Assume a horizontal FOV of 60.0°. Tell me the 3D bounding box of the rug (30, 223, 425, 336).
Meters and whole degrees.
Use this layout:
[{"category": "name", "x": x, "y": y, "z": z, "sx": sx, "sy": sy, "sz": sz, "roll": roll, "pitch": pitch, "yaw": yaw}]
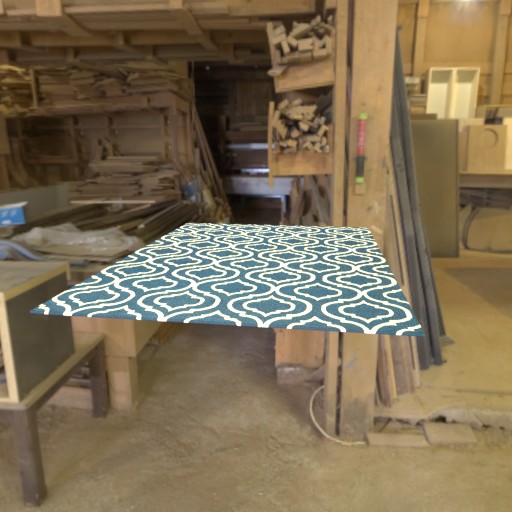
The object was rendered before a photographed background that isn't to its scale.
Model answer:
[{"category": "rug", "x": 0.000, "y": 0.000, "z": 2.690, "sx": 1.524, "sy": 0.010, "sz": 2.134, "roll": 2, "pitch": 14, "yaw": 8}]
